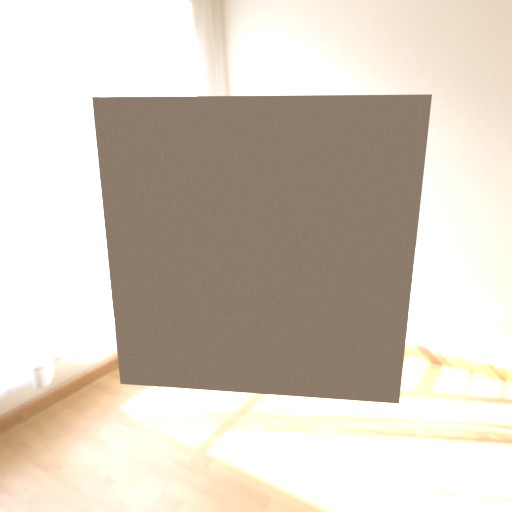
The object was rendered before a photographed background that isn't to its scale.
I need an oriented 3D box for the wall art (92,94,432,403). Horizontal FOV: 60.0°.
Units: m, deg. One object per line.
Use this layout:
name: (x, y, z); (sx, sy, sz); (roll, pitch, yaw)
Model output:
wall art: (0.000, 0.000, 0.523); (0.355, 0.355, 0.027); (2, 17, 7)
